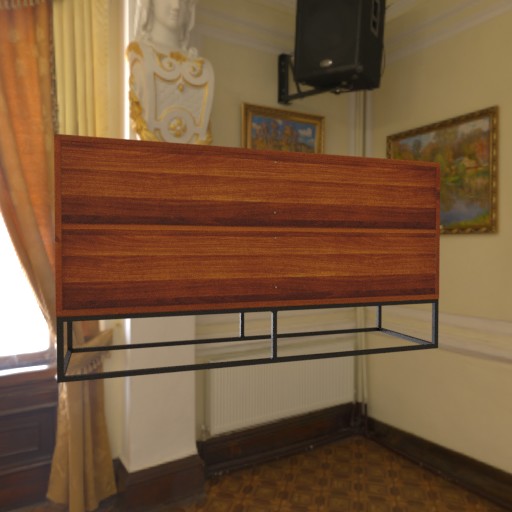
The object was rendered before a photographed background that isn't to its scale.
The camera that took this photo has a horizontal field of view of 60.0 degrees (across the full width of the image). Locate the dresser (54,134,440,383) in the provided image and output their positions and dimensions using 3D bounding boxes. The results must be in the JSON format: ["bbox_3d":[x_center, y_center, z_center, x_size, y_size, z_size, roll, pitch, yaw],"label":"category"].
[{"bbox_3d":[0.000,0.000,1.906,1.536,0.810,0.464,0,1,-19],"label":"dresser"}]
